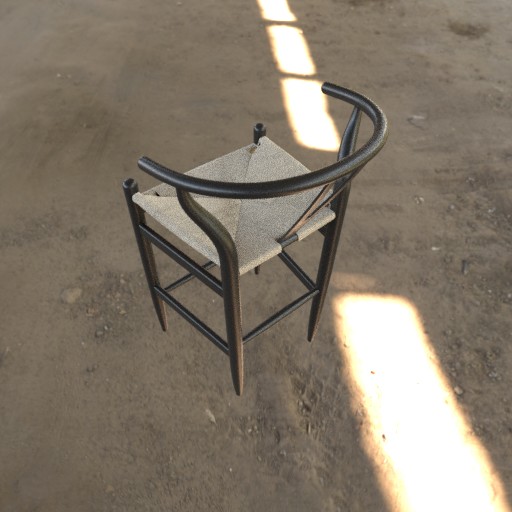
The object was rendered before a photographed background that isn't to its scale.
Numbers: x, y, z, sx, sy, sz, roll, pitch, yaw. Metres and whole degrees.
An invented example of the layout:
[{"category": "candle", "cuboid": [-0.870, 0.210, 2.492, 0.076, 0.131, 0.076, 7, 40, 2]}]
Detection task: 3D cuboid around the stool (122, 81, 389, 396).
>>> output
[{"category": "stool", "cuboid": [0.000, 0.000, 1.330, 0.569, 0.970, 0.579, -31, 54, -26]}]
